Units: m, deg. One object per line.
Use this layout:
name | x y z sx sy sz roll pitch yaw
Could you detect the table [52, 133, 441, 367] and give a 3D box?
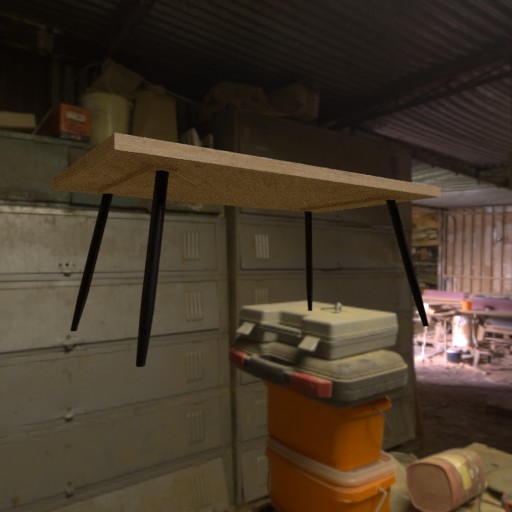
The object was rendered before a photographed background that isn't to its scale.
table | 0.000 0.000 2.333 1.803 0.762 0.991 1 -1 -35
